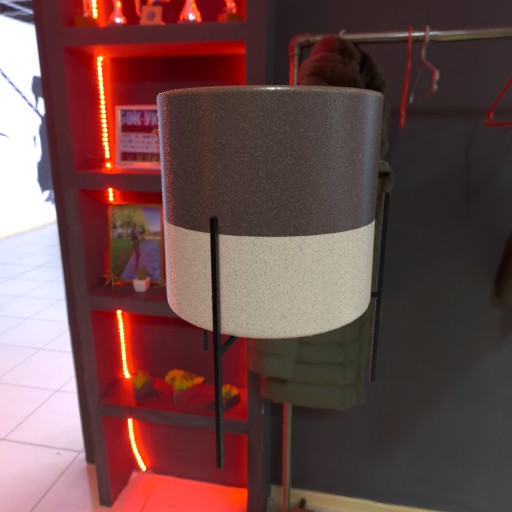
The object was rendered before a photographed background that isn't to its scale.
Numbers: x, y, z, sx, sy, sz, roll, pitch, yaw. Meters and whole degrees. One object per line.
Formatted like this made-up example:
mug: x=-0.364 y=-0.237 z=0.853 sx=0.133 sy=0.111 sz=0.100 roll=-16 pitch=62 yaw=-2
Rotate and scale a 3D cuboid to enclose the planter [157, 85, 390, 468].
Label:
planter: x=0.000 y=0.000 z=0.517 sx=0.260 sy=0.353 sz=0.250 roll=15 pitch=21 yaw=42
